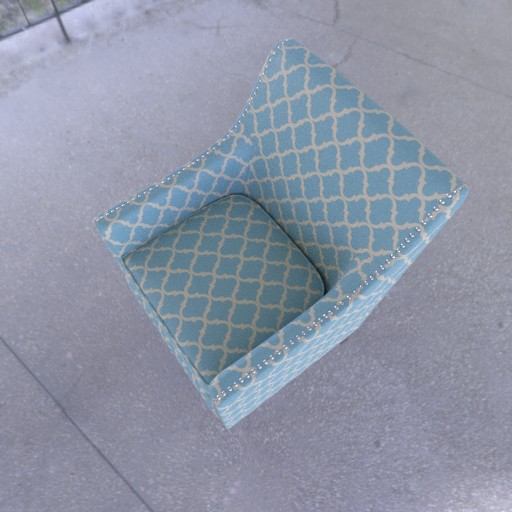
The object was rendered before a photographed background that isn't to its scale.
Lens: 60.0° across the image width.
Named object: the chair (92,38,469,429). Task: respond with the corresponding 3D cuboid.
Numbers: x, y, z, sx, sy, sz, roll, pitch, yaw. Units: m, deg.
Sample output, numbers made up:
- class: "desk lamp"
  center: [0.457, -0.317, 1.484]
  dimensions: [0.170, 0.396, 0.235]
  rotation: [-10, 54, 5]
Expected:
- class: "chair"
  center: [0.000, 0.000, 1.291]
  dimensions: [0.686, 0.817, 0.617]
  rotation: [-34, 68, -16]
